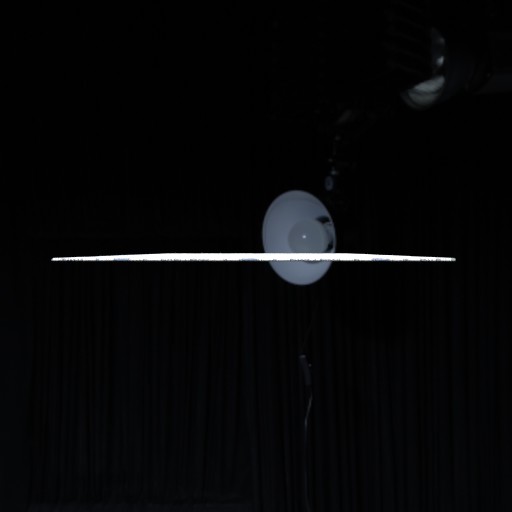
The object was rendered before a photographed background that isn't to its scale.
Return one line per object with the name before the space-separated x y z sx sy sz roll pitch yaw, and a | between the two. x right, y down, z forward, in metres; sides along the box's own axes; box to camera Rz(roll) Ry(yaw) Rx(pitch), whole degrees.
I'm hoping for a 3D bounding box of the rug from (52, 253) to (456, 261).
rug | 0.000 0.000 2.955 1.676 0.013 2.261 0 1 1
